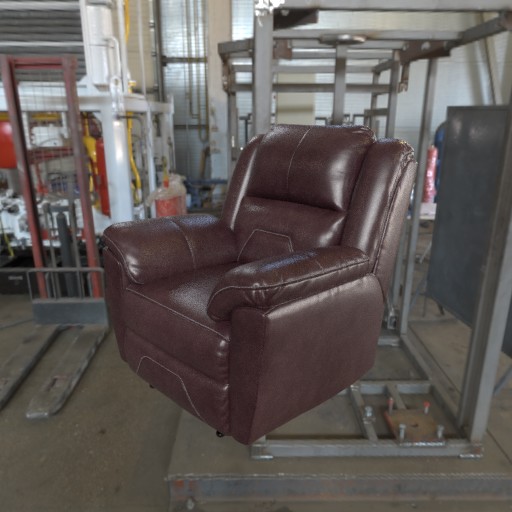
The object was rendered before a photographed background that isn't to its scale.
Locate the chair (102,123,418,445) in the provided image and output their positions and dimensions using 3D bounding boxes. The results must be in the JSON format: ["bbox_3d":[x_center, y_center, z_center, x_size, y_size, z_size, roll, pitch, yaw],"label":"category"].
[{"bbox_3d":[0.000,0.000,1.934,0.990,1.093,1.041,16,24,42],"label":"chair"}]
